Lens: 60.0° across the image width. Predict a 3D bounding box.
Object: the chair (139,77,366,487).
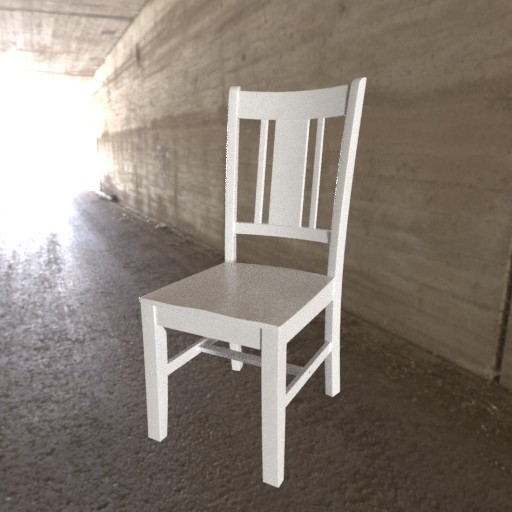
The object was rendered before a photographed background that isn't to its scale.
[{"bbox_3d":[0.000,0.000,1.279,0.450,0.998,0.555,7,16,27],"label":"chair"}]
